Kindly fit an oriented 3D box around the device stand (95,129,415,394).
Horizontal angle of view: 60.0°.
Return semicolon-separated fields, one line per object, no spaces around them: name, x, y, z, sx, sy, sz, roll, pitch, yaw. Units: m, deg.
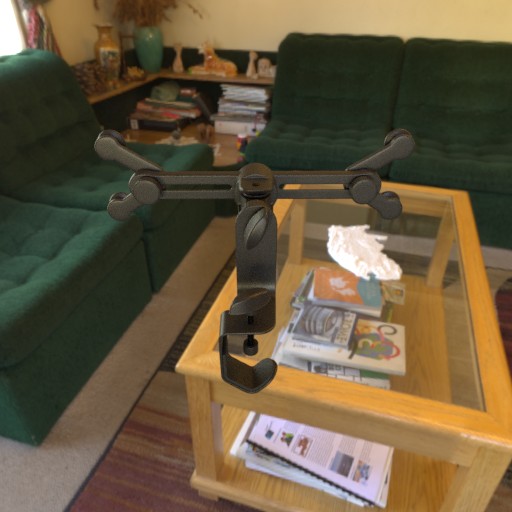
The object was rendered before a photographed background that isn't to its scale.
device stand;0.000;0.000;0.362;0.270;0.166;0.142;0;33;0
